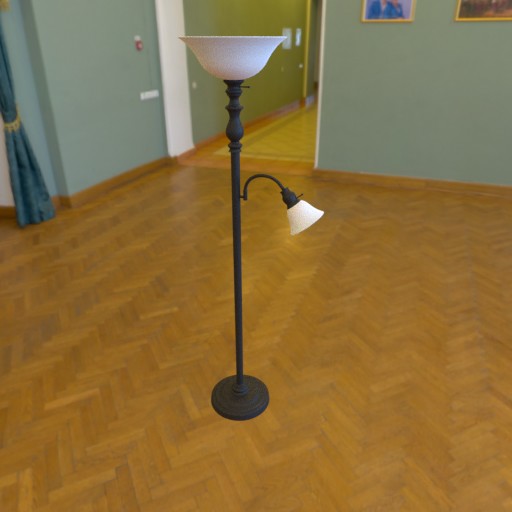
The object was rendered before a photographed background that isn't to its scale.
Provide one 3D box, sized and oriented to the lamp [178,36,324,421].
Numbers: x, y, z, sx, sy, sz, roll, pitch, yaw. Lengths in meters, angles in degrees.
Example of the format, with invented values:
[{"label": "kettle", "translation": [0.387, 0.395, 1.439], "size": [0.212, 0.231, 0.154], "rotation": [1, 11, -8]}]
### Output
[{"label": "lamp", "translation": [0.000, 0.000, 2.022], "size": [0.588, 1.793, 0.405], "rotation": [9, 27, 17]}]
